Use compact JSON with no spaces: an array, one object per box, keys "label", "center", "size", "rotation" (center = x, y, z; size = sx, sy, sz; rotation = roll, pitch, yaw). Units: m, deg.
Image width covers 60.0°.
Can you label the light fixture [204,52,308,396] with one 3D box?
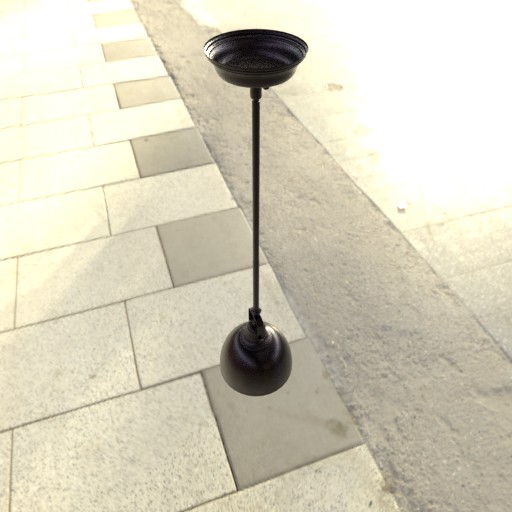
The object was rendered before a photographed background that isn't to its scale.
[{"label":"light fixture","center":[0.000,0.000,0.847],"size":[0.182,0.768,0.182],"rotation":[-16,47,-15]}]
